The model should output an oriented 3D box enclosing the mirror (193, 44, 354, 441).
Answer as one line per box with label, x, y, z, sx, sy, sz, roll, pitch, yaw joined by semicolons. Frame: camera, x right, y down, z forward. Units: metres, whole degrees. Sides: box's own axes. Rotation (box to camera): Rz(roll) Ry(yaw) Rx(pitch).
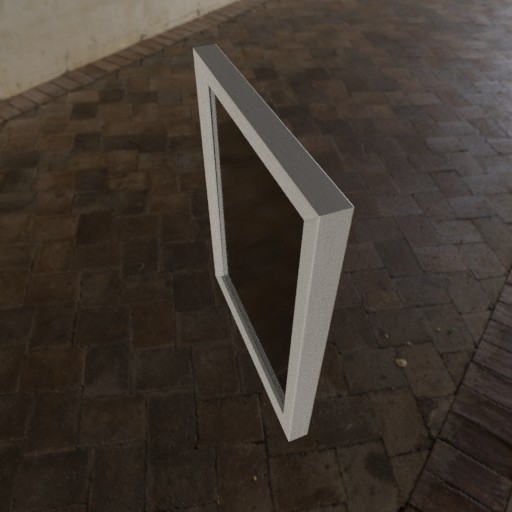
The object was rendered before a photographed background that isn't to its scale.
mirror;0.000;0.000;0.709;0.041;0.508;0.405;-16;48;-15
